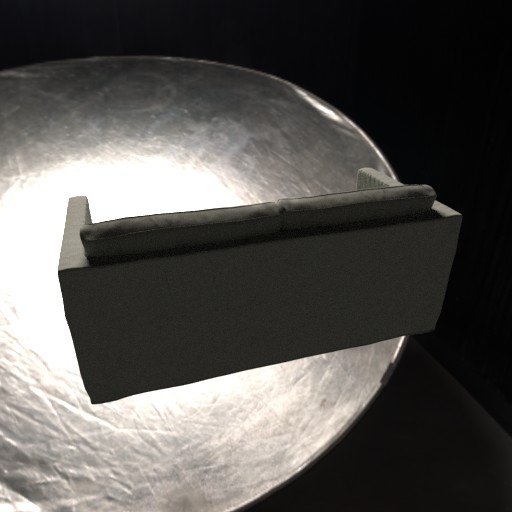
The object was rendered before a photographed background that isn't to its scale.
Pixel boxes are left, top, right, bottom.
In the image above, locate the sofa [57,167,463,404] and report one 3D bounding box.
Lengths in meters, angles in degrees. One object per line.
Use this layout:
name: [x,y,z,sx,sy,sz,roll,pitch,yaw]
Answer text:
sofa: [0.000,0.000,2.532,1.987,0.870,0.940,-8,28,-16]
